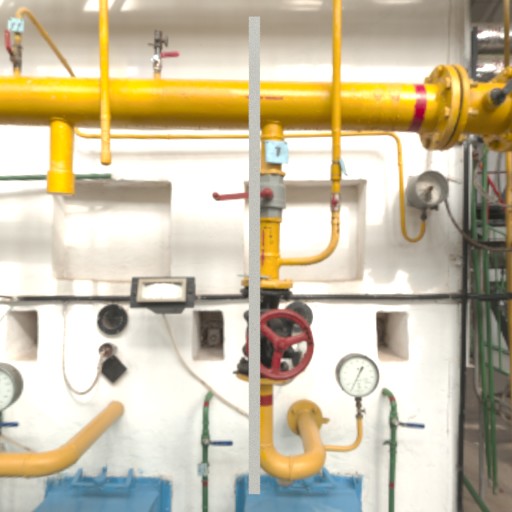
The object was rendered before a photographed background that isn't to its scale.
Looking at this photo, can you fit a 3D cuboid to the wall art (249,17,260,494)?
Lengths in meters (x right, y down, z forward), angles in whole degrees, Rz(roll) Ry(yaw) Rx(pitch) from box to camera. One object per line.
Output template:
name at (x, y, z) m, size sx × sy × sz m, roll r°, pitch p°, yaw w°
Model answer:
wall art at (0.000, 0.000, 0.685) m, size 0.013 × 0.533 × 0.381 m, roll 0°, pitch -1°, yaw 1°
